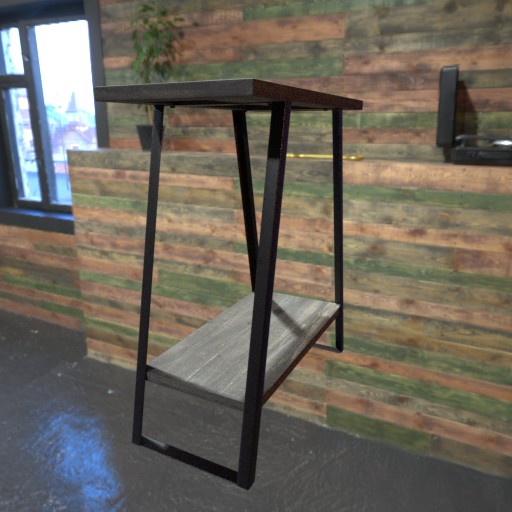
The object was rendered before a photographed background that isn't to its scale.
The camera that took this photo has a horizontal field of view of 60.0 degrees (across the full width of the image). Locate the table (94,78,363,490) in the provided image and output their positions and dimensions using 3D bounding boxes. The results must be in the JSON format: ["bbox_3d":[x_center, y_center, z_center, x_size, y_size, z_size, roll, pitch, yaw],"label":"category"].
[{"bbox_3d":[0.000,0.000,1.024,0.300,0.701,0.599,8,18,26],"label":"table"}]
